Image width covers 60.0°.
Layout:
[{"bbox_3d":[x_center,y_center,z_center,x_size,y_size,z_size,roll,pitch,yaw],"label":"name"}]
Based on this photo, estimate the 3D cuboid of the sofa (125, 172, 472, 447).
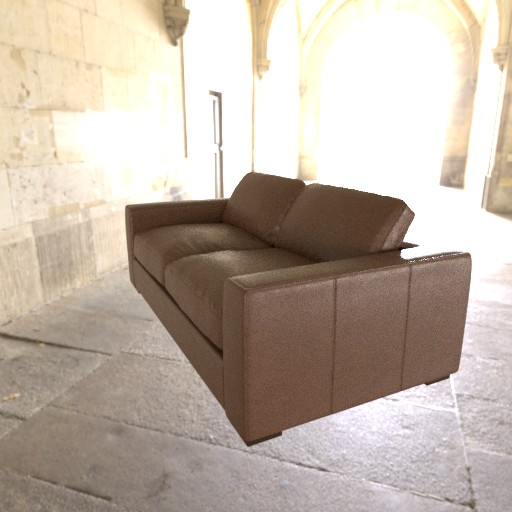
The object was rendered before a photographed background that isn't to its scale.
[{"bbox_3d":[0.000,0.000,2.441,1.070,0.800,1.920,-8,17,-26],"label":"sofa"}]
